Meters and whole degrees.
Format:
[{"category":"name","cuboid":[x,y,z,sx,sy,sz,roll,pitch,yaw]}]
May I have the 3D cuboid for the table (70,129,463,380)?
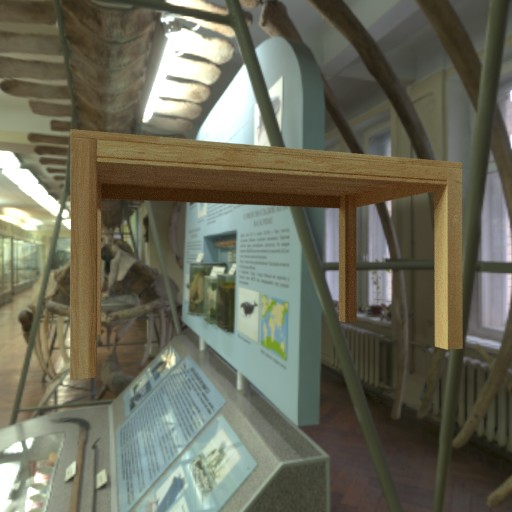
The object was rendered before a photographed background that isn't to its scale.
[{"category":"table","cuboid":[0.000,0.000,2.024,1.500,0.770,0.900,0,0,-18]}]
